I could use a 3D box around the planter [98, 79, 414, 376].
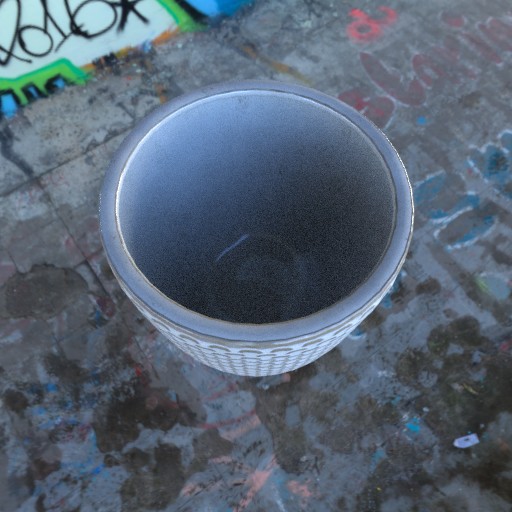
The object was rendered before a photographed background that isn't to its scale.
[{"bbox_3d":[0.000,0.000,0.311,0.173,0.160,0.173,0,64,0],"label":"planter"}]
